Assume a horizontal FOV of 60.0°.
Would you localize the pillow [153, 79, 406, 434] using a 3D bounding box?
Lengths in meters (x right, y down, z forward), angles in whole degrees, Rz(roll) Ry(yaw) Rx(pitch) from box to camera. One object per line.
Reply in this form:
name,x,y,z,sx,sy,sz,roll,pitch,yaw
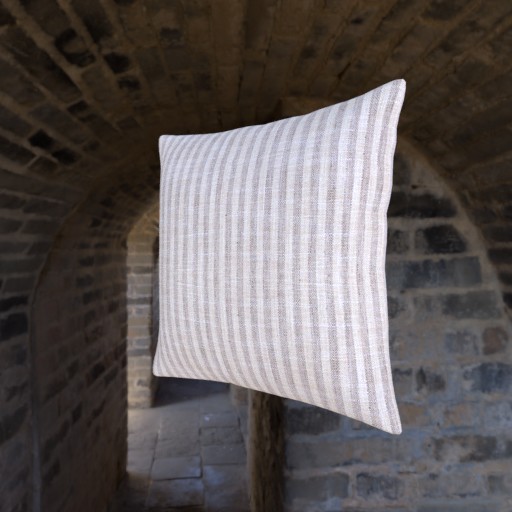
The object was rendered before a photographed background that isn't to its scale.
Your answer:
pillow,0.000,0.000,0.787,0.523,0.510,0.166,0,0,36
